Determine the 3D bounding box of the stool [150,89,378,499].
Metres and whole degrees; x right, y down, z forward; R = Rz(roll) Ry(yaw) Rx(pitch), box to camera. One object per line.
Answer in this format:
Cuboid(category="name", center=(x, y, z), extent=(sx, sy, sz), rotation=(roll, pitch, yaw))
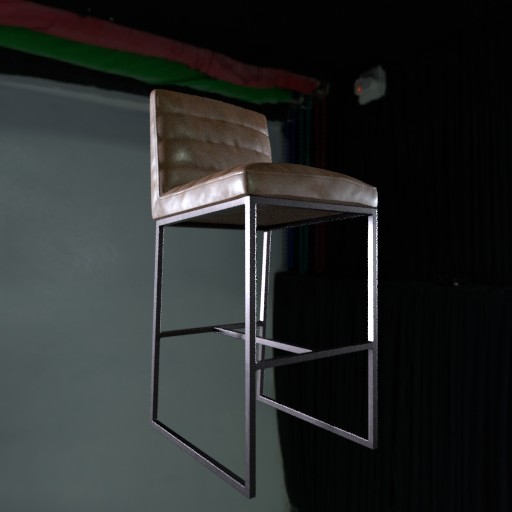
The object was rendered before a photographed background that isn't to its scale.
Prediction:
Cuboid(category="stool", center=(0.000, 0.000, 1.315), extent=(0.463, 1.065, 0.562), rotation=(0, 0, -37))
